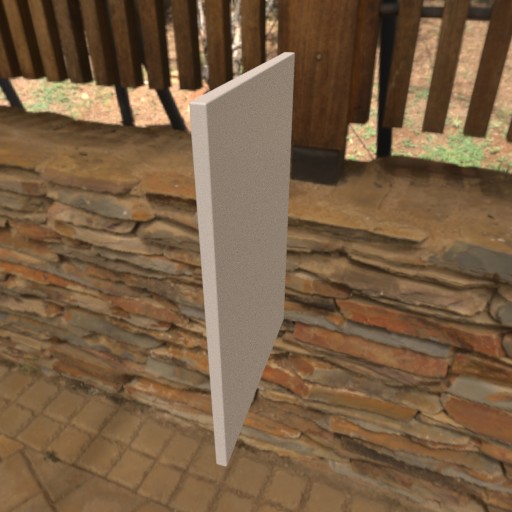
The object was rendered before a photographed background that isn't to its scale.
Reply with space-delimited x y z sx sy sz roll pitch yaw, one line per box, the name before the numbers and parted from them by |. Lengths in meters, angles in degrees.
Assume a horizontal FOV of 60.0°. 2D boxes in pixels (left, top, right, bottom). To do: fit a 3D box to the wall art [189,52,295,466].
wall art | 0.000 0.000 1.042 0.026 0.813 0.556 9 33 14
